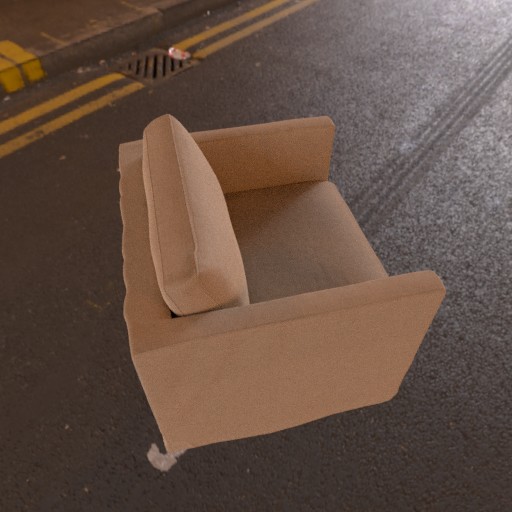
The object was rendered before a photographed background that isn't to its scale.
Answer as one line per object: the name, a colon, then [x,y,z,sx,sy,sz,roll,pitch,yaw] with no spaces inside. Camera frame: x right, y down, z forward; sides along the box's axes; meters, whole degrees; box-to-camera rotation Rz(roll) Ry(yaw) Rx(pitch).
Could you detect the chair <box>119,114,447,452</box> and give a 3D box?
chair: [0.000,0.000,1.750,0.949,0.867,1.057,-10,48,-9]
